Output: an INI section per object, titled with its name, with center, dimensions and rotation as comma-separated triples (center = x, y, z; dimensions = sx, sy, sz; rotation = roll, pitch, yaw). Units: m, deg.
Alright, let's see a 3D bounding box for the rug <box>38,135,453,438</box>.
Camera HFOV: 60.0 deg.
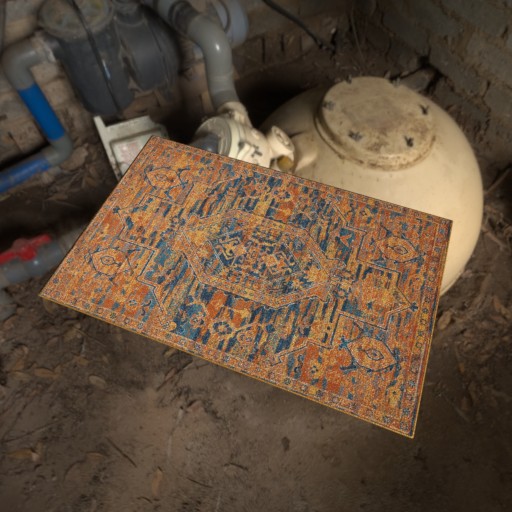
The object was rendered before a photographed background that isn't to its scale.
[rug]
center = 0.000, 0.000, 1.073
dimensions = 0.863, 0.008, 0.557
rotation = 18, 60, 11
